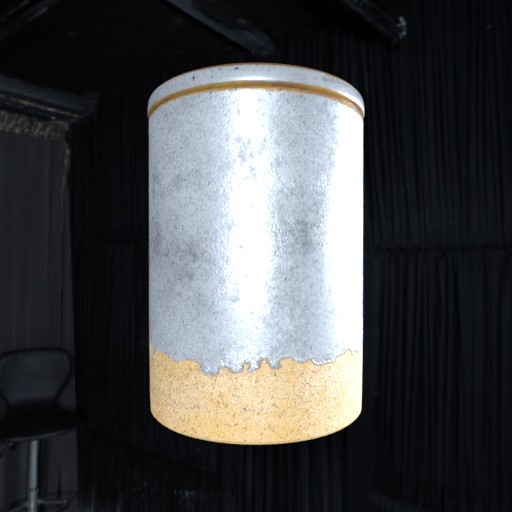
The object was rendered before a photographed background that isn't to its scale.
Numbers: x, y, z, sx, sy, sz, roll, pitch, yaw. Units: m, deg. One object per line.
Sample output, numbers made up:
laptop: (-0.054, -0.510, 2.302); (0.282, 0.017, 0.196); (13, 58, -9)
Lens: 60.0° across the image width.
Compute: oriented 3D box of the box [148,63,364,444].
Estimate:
box: (0.000, 0.000, 0.248); (0.118, 0.168, 0.118); (0, -1, 0)
